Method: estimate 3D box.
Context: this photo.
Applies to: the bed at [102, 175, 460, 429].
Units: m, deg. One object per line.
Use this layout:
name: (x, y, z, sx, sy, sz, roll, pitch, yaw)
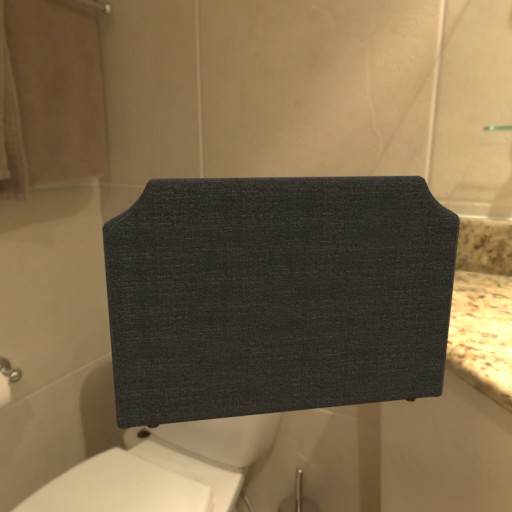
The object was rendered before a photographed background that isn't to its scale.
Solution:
bed: (0.000, 0.000, 3.316, 1.828, 1.297, 2.208, -2, 14, -10)
